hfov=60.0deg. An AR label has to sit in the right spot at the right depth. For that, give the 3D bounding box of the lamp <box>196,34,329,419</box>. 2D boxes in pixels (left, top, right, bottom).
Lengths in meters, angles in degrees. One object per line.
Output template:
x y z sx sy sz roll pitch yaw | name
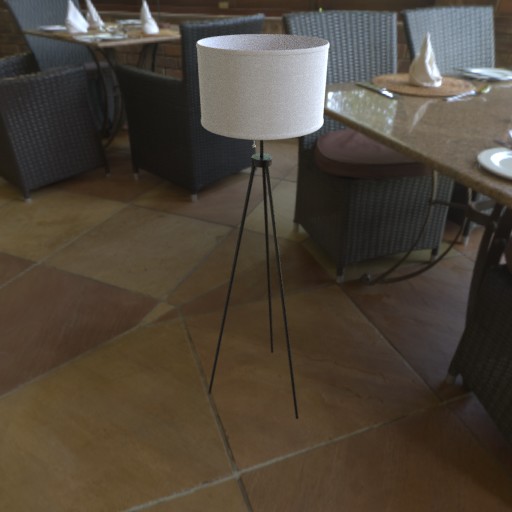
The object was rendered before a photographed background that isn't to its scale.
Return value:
0.000 0.000 1.766 0.458 1.545 0.448 -9 33 -15 | lamp
